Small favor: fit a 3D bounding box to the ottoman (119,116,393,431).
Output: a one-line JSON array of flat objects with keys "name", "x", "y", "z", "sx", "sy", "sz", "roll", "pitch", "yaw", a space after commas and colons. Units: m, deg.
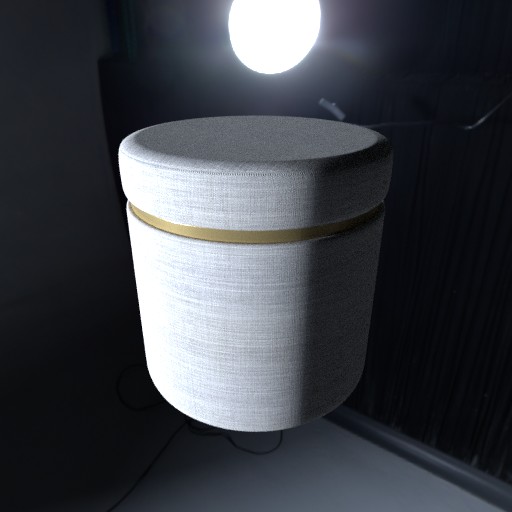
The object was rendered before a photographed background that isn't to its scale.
[{"name": "ottoman", "x": 0.000, "y": 0.000, "z": 0.746, "sx": 0.400, "sy": 0.406, "sz": 0.400, "roll": 0, "pitch": 26, "yaw": 0}]
